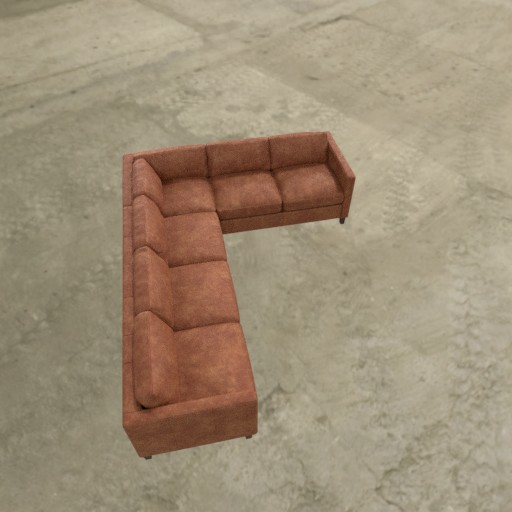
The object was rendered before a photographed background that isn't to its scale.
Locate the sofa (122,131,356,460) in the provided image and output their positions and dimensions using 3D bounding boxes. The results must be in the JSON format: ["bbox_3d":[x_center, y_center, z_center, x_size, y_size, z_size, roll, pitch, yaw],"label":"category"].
[{"bbox_3d":[0.000,0.000,4.282,2.438,0.838,3.167,-8,48,-8],"label":"sofa"}]
